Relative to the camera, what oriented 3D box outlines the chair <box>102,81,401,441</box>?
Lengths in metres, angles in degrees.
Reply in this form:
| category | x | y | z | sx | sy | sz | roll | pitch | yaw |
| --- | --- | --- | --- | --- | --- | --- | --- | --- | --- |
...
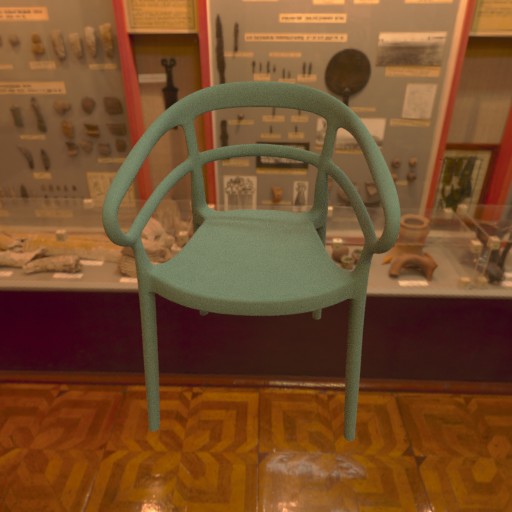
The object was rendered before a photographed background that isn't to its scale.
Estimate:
| category | x | y | z | sx | sy | sz | roll | pitch | yaw |
| --- | --- | --- | --- | --- | --- | --- | --- | --- | --- |
| chair | 0.000 | 0.000 | 1.133 | 0.559 | 0.761 | 0.527 | 2 | 30 | 3 |
